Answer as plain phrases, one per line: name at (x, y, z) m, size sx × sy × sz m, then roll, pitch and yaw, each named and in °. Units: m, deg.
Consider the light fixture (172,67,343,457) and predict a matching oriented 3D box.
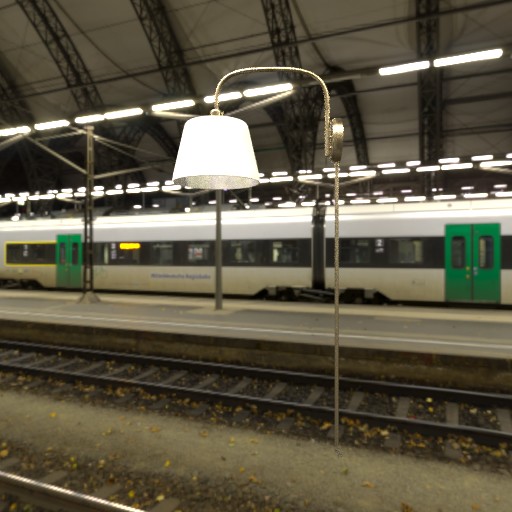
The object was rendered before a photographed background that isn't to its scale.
light fixture at (0.000, 0.000, 0.469) m, size 0.176 × 0.399 × 0.092 m, roll 0°, pitch 0°, yaw 2°
